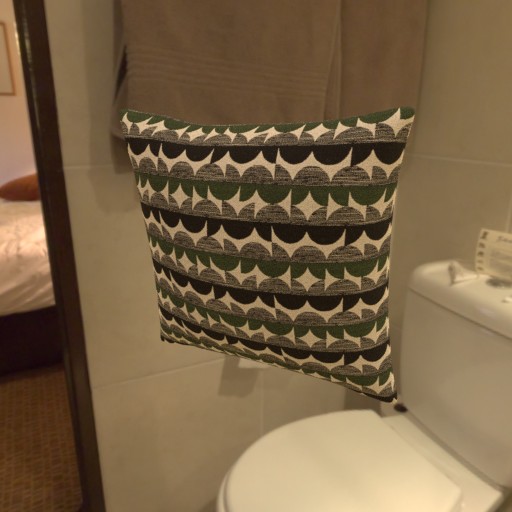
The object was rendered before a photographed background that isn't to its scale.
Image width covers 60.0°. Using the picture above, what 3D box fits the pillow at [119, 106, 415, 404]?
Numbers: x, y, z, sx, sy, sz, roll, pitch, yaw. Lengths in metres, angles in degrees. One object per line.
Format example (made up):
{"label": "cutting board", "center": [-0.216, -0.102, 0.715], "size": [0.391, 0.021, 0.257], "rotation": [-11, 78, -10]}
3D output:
{"label": "pillow", "center": [0.000, 0.000, 0.636], "size": [0.419, 0.404, 0.180], "rotation": [9, 19, 26]}
